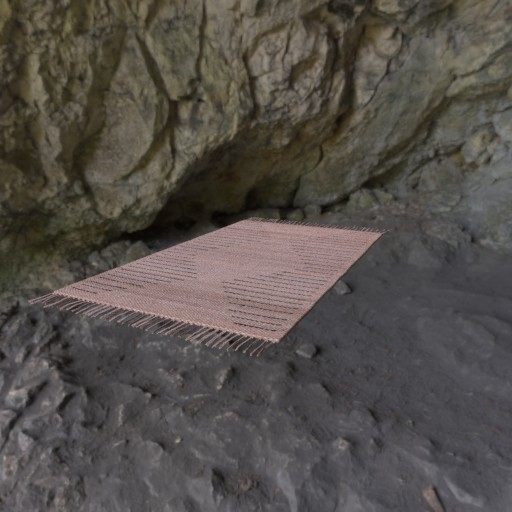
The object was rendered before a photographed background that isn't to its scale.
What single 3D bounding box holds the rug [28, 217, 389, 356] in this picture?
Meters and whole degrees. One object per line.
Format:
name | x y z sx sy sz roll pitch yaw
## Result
rug | 0.000 0.000 2.053 0.905 0.017 1.718 8 17 25
